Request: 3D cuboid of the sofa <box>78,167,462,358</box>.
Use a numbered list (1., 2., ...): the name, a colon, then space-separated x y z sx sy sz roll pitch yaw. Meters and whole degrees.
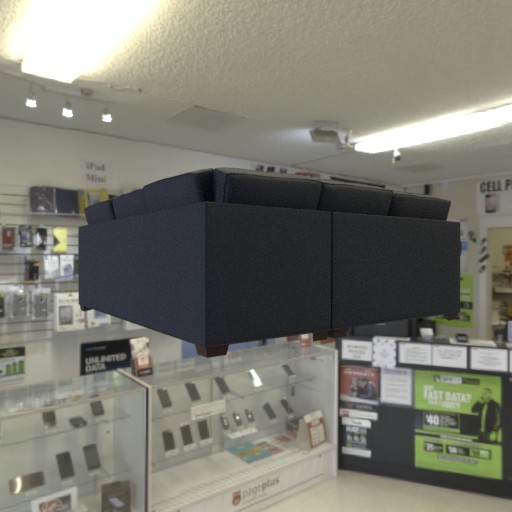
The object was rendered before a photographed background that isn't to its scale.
1. sofa: 0.000 0.000 4.000 2.487 1.042 2.562 0 0 -36
